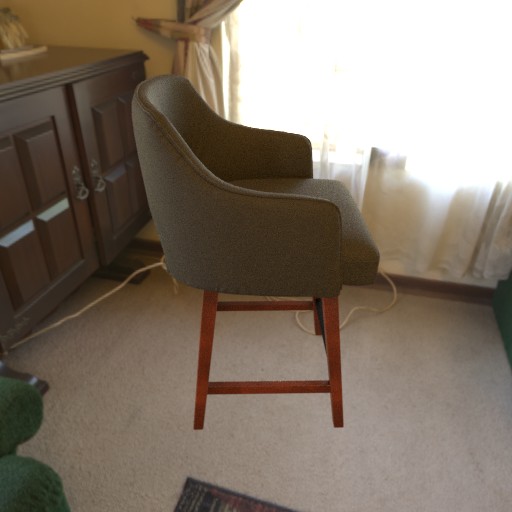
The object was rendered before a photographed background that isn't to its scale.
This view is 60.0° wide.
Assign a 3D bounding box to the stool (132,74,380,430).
[{"bbox_3d":[0.000,0.000,1.236,0.558,0.912,0.548,-1,31,-1],"label":"stool"}]
